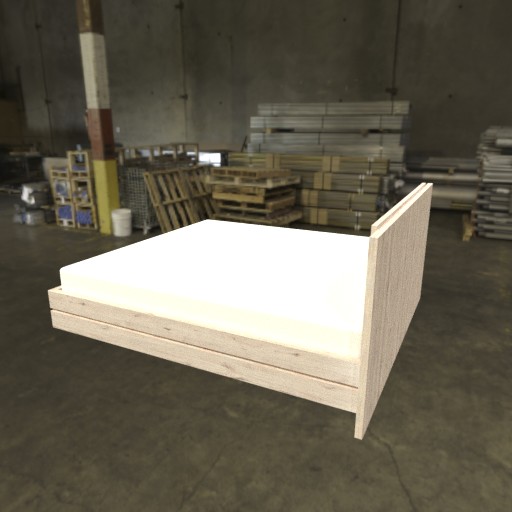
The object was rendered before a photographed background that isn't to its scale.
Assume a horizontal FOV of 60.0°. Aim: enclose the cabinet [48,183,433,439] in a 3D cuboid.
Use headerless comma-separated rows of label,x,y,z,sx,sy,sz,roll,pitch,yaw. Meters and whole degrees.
cabinet,0.000,0.000,3.181,2.080,0.970,1.950,8,18,26
